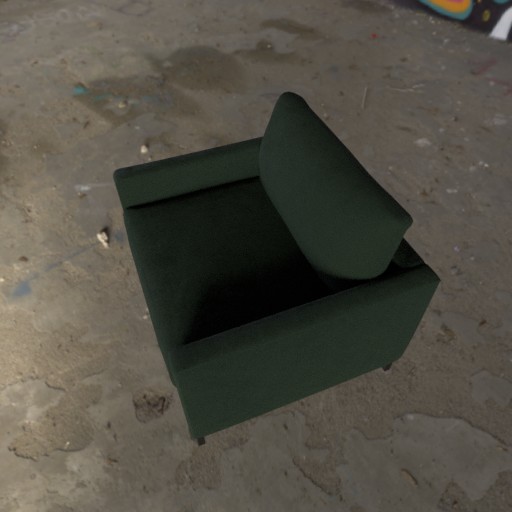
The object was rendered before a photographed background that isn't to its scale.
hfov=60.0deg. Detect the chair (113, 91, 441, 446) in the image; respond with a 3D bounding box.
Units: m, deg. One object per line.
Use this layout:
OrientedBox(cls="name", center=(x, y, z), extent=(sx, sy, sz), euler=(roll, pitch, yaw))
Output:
OrientedBox(cls="chair", center=(0.000, 0.000, 1.676), extent=(0.866, 0.861, 0.963), euler=(-17, 50, -15))
